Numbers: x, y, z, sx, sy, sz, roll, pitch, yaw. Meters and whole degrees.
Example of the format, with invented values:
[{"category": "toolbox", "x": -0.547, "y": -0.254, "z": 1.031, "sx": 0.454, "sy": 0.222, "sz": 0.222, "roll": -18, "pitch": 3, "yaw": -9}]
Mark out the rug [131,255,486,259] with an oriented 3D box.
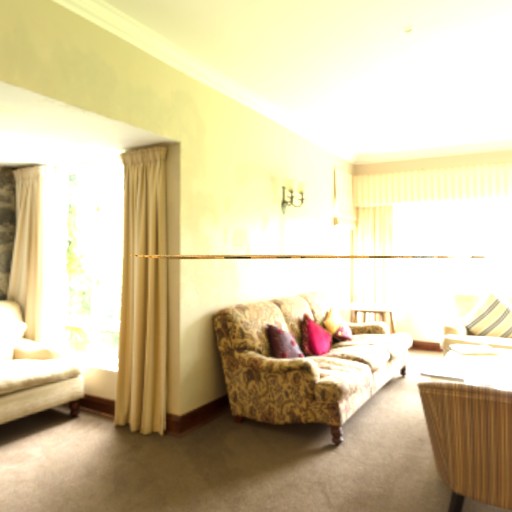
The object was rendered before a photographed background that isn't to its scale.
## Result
[{"category": "rug", "x": 0.000, "y": 0.000, "z": 2.999, "sx": 1.513, "sy": 0.008, "sz": 2.423, "roll": 0, "pitch": 0, "yaw": -19}]
